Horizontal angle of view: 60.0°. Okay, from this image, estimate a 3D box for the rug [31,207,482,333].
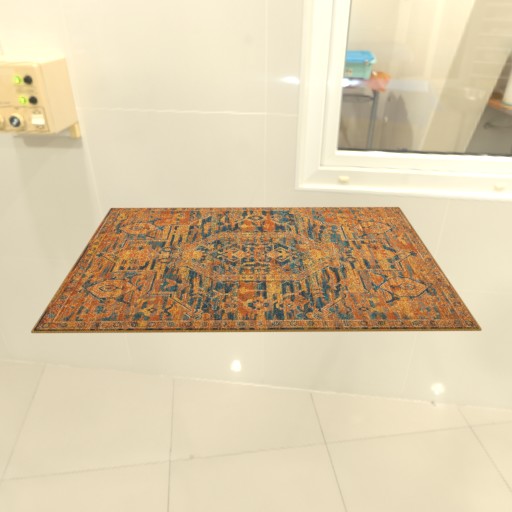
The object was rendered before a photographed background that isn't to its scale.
[{"bbox_3d":[0.000,0.000,1.085,0.863,0.008,0.557,0,31,0],"label":"rug"}]
